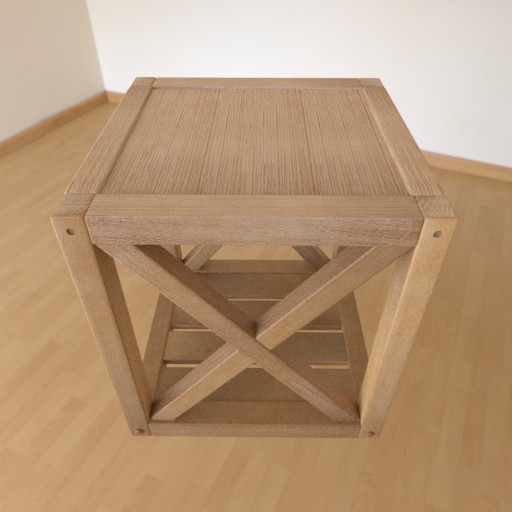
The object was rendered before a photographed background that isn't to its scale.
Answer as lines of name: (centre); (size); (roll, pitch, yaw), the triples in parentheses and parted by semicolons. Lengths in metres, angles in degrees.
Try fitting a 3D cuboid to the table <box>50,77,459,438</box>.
table: (0.000, 0.000, 1.005); (0.559, 0.610, 0.558); (0, 41, 0)
